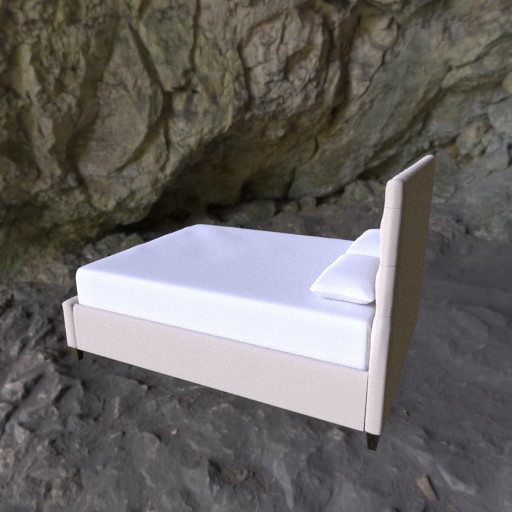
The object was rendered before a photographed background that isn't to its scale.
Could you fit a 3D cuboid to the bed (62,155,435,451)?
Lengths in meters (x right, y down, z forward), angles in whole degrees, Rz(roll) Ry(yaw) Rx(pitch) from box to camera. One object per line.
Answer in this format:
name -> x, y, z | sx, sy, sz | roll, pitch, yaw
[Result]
bed -> 0.000, 0.000, 3.286 | 2.233, 1.426, 1.696 | 8, 18, 24
